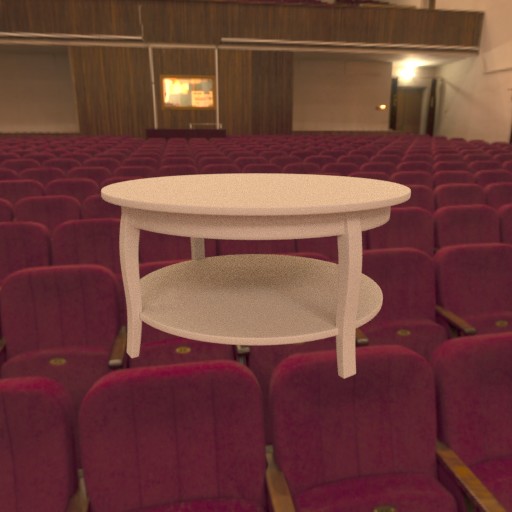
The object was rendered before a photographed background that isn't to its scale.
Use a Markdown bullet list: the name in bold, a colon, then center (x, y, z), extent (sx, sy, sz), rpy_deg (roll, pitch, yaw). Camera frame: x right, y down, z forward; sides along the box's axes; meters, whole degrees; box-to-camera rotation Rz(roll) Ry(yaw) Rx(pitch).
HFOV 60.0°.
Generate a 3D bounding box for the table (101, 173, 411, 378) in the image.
- **table**: center (0.000, 0.000, 1.432), extent (0.910, 0.457, 0.910), rpy_deg (0, 15, 0)
